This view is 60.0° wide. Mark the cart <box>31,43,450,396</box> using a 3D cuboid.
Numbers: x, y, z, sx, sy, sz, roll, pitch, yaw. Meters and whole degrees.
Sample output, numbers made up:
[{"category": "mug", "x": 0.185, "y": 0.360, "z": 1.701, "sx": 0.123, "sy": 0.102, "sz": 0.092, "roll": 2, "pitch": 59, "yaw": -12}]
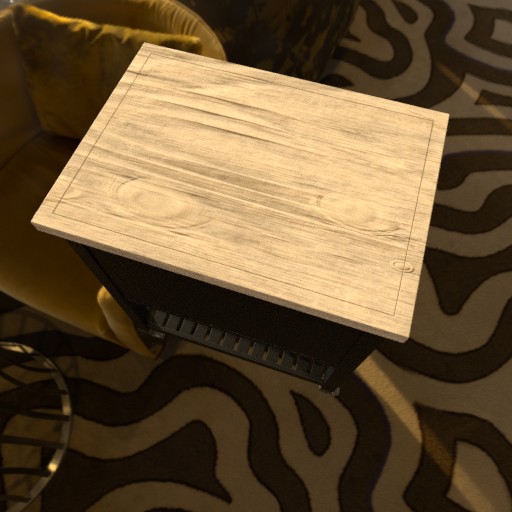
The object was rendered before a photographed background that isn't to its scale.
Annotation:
[{"category": "cart", "x": 0.000, "y": 0.000, "z": 1.394, "sx": 0.797, "sy": 0.920, "sz": 0.567, "roll": 16, "pitch": 65, "yaw": 8}]
